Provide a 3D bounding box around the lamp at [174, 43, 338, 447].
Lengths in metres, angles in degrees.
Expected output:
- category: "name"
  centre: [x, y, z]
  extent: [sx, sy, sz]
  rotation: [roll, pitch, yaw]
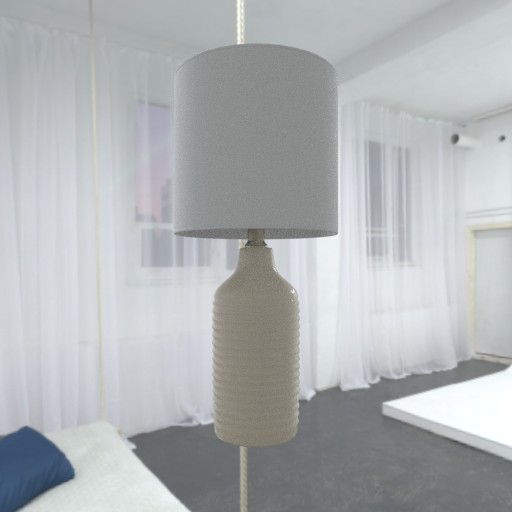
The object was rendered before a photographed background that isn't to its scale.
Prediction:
- category: "lamp"
  centre: [0.000, 0.000, 0.604]
  extent: [0.220, 0.475, 0.220]
  rotation: [-1, -1, 36]
